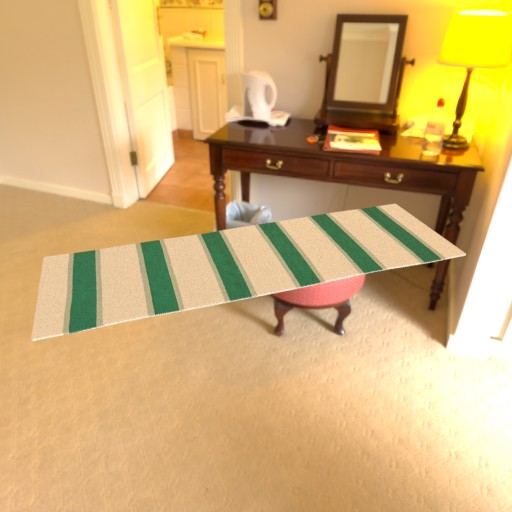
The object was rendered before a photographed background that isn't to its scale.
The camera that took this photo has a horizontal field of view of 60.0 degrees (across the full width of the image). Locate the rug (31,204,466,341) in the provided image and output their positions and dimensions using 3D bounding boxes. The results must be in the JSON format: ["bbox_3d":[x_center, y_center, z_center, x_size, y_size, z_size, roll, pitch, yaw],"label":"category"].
[{"bbox_3d":[0.000,0.000,2.680,2.438,0.012,0.768,-10,33,-15],"label":"rug"}]
